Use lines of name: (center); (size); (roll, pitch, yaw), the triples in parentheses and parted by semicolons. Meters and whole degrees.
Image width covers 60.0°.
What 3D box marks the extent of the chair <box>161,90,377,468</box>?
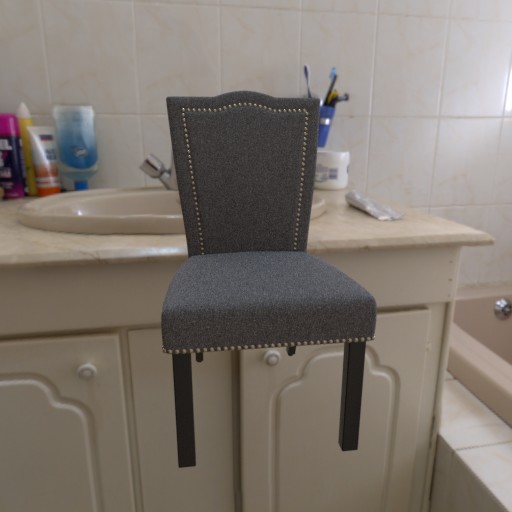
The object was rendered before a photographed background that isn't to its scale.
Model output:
chair: (0.000, 0.000, 1.283); (0.518, 0.946, 0.589); (-2, 15, -8)
